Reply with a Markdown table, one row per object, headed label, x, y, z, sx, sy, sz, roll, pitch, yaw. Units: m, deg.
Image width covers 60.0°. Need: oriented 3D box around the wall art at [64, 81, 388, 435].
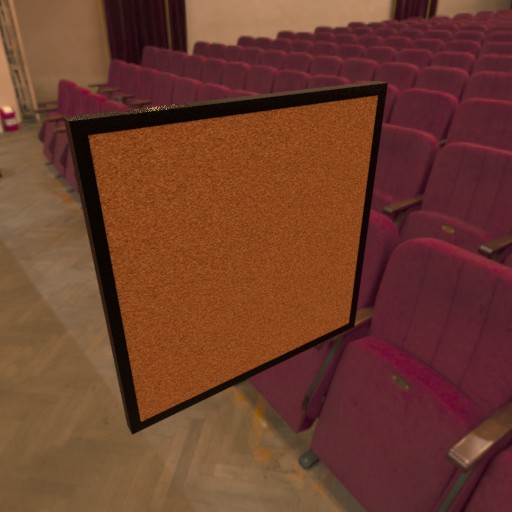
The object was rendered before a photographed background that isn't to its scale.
| label | x | y | z | sx | sy | sz | roll | pitch | yaw |
| --- | --- | --- | --- | --- | --- | --- | --- | --- | --- |
| wall art | 0.000 | 0.000 | 1.101 | 0.756 | 0.755 | 0.036 | -18 | 34 | -29 |
